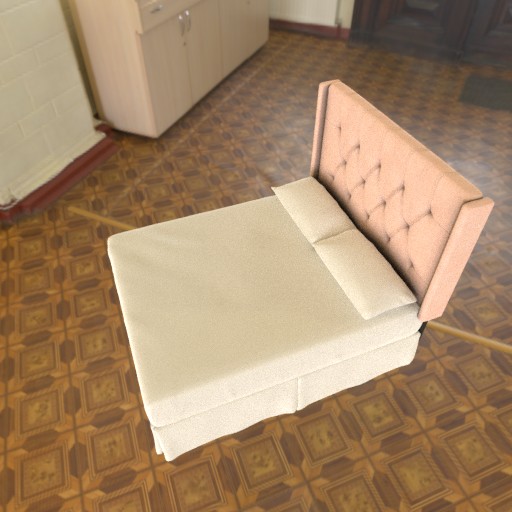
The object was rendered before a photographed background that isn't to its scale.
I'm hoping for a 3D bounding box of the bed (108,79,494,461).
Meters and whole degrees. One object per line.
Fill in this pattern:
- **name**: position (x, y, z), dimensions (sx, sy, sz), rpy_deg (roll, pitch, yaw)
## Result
- **bed**: position (0.000, 0.000, 3.221), dimensions (2.066, 1.665, 1.719), rpy_deg (-16, 47, -15)
